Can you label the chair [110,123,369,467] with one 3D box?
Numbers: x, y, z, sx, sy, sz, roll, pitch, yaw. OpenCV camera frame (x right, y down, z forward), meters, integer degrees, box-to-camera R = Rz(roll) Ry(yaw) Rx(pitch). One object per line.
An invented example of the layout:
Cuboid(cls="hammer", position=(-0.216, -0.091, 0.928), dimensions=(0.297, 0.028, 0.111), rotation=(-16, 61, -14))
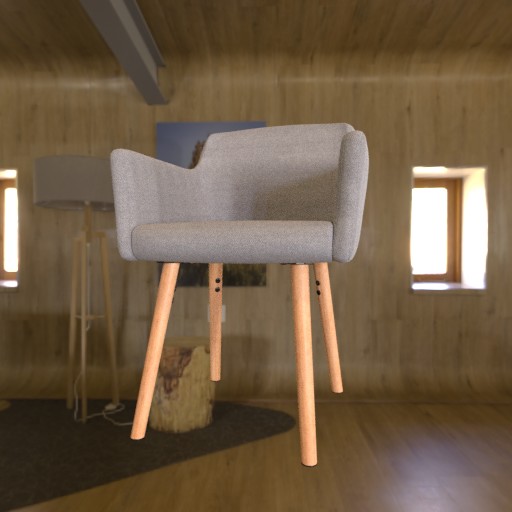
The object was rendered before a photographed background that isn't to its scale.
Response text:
Cuboid(cls="chair", position=(0.000, 0.000, 1.137), dimensions=(0.570, 0.780, 0.540), rotation=(0, 1, 17))
